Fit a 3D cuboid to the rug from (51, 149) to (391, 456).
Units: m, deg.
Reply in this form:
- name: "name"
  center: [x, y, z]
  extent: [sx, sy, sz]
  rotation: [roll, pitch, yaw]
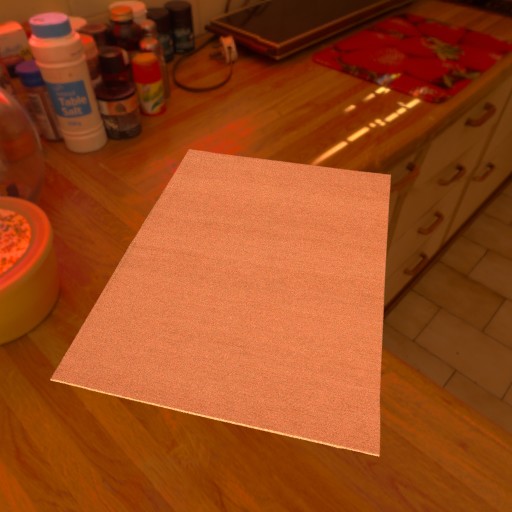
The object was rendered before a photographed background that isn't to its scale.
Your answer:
- name: "rug"
  center: [0.000, 0.000, 4.195]
  extent: [2.434, 0.045, 3.202]
  rotation: [10, 47, 9]
